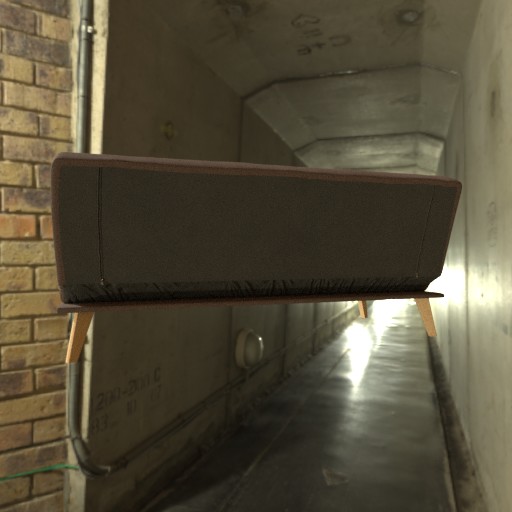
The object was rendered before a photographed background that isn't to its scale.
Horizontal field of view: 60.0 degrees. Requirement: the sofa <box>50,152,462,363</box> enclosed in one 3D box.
[{"bbox_3d":[0.000,0.000,2.232,1.800,0.810,0.860,0,1,-18],"label":"sofa"}]
